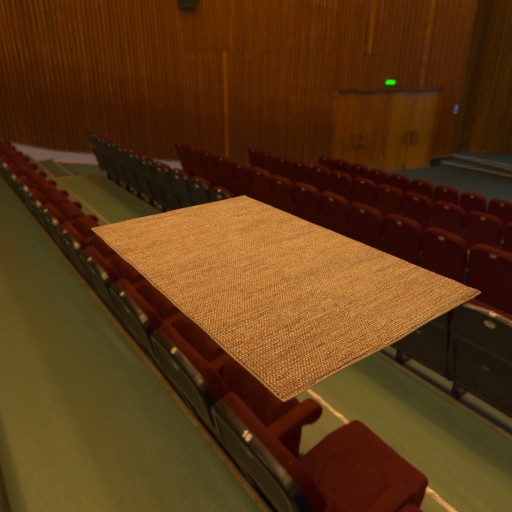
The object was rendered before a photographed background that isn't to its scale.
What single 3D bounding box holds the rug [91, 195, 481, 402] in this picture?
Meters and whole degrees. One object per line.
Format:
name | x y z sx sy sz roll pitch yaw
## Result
rug | 0.000 0.000 3.103 1.521 0.034 2.438 -17 30 -33
